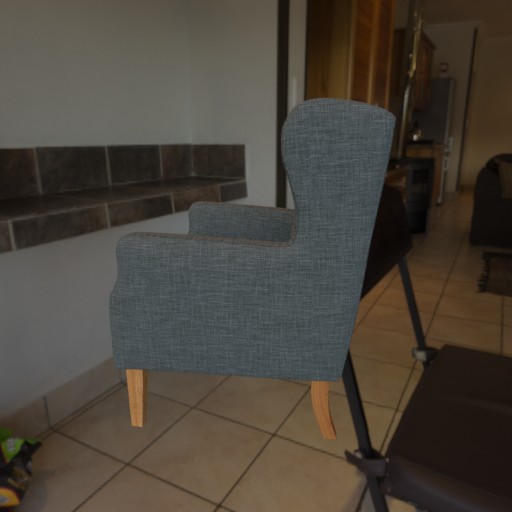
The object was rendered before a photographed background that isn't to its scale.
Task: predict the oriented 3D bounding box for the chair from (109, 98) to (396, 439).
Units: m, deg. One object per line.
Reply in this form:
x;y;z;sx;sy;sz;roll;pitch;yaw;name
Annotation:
0.000;0.000;1.496;0.775;0.953;0.711;3;15;9;chair
